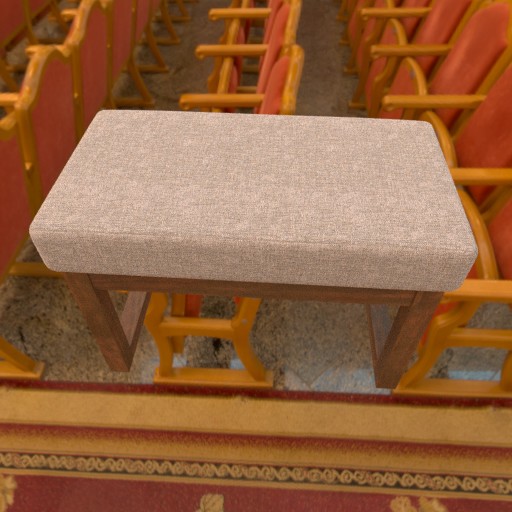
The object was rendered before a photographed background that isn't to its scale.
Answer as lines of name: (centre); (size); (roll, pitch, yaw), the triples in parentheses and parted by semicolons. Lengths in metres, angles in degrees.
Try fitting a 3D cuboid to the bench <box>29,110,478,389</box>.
bench: (0.000, 0.000, 0.938); (0.681, 0.467, 0.366); (3, 48, 3)
